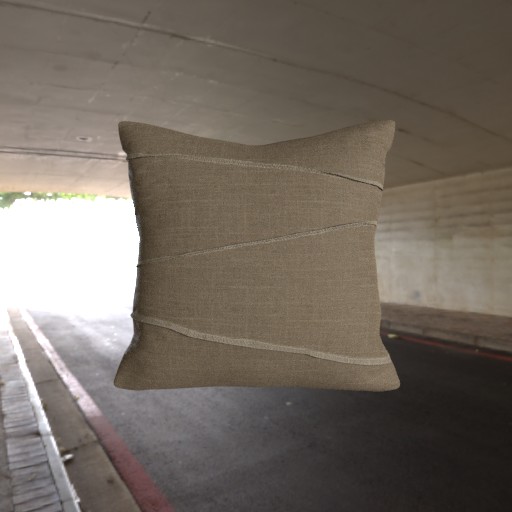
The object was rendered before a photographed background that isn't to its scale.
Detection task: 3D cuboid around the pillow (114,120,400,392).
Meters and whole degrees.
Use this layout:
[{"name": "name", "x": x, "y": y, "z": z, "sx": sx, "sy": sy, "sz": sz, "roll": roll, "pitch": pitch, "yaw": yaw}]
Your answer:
[{"name": "pillow", "x": 0.000, "y": 0.000, "z": 0.651, "sx": 0.424, "sy": 0.400, "sz": 0.169, "roll": 0, "pitch": 0, "yaw": 1}]
